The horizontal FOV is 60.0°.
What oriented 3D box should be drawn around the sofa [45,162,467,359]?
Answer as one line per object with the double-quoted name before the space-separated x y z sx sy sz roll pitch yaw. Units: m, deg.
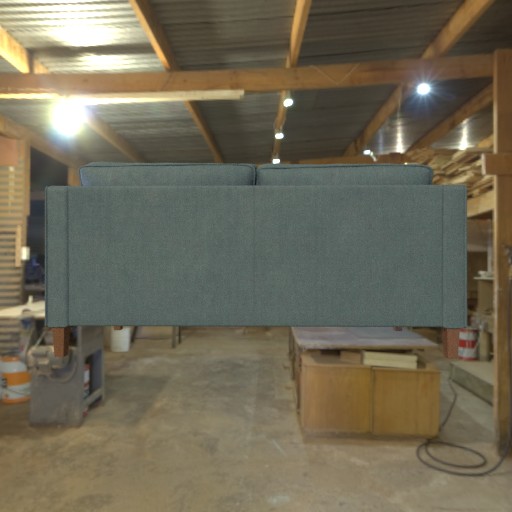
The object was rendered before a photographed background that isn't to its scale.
"sofa" 0.000 0.000 2.801 2.178 1.071 1.066 0 -1 1
